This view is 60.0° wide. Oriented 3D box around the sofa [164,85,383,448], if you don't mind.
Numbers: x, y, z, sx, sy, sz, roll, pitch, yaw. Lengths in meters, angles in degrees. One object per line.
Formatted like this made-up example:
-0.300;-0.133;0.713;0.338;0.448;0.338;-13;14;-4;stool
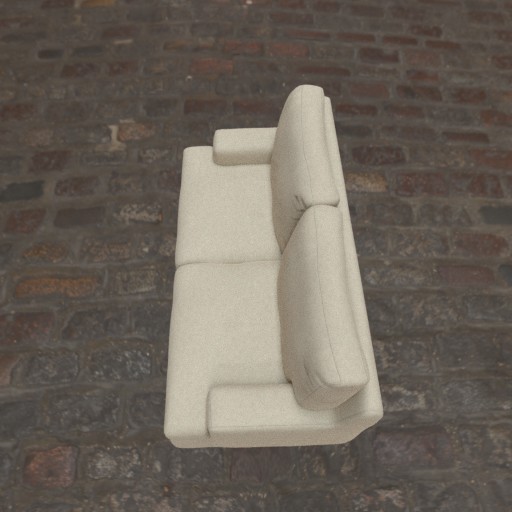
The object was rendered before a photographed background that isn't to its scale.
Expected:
0.000;0.000;2.466;0.962;0.967;1.885;-2;59;-1;sofa
